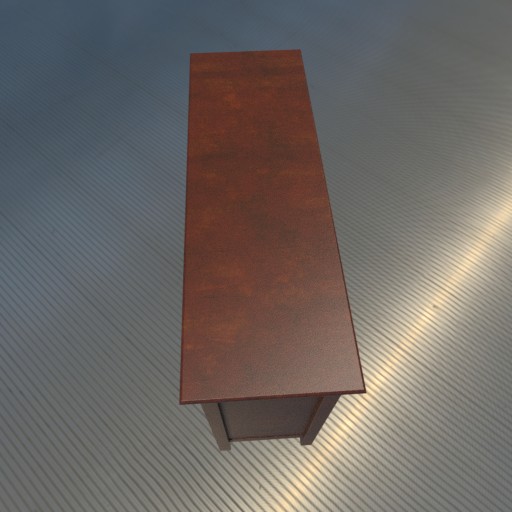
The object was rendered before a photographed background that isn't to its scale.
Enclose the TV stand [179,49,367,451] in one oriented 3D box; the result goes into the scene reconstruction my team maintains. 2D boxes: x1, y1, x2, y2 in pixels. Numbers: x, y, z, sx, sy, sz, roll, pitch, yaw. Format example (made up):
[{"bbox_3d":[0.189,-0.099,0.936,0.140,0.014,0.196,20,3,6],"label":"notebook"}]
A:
[{"bbox_3d":[0.000,0.000,1.794,0.445,0.915,1.372,-3,58,-2],"label":"TV stand"}]
